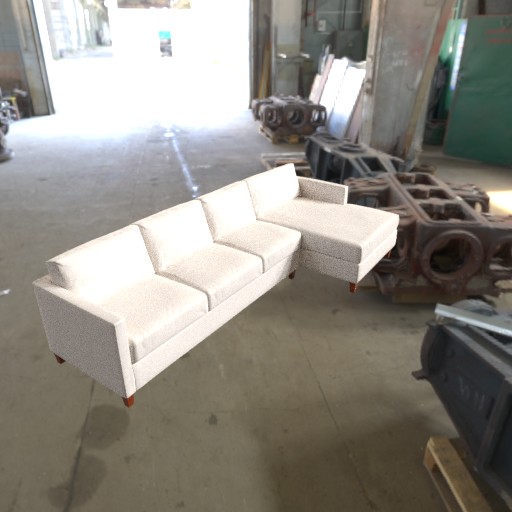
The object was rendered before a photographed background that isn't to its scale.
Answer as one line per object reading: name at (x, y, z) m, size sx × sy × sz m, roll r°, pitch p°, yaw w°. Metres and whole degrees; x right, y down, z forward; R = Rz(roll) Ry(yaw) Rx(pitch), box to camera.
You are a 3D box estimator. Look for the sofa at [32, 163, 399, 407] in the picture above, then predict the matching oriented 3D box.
sofa at (0.000, 0.000, 4.183) m, size 1.606 × 0.954 × 3.471 m, roll 17°, pitch 31°, yaw 31°
